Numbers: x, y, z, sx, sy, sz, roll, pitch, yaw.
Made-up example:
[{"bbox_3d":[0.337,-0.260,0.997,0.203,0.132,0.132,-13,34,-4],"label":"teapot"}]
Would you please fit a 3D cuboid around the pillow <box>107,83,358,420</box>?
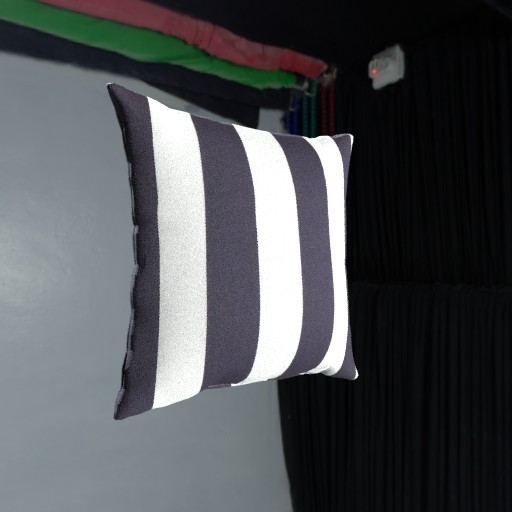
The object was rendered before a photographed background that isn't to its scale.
[{"bbox_3d":[0.000,0.000,0.812,0.536,0.526,0.189,1,-1,-35],"label":"pillow"}]
